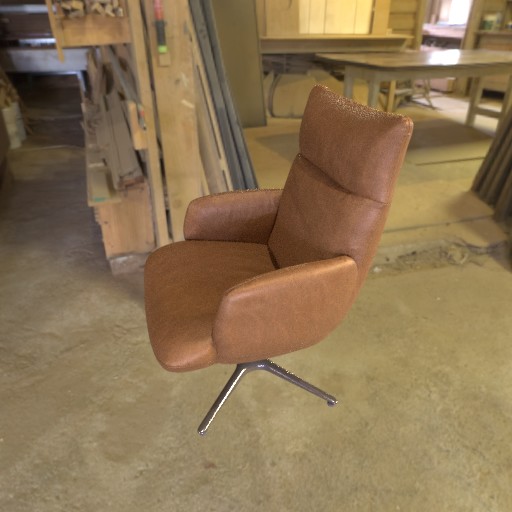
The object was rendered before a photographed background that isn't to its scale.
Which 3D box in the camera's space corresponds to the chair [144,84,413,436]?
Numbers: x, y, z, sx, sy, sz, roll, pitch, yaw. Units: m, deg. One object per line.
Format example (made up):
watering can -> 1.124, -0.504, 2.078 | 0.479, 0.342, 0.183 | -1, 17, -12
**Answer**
chair -> 0.000, 0.000, 1.546 | 0.794, 1.027, 0.711 | -8, 30, -13
